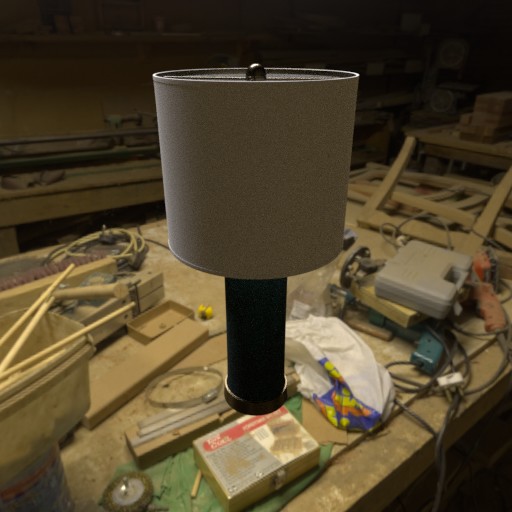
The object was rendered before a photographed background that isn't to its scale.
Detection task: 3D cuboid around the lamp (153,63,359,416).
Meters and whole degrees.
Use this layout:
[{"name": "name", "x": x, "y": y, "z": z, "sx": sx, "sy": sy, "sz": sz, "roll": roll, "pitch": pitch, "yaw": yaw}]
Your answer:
[{"name": "lamp", "x": 0.000, "y": 0.000, "z": 0.790, "sx": 0.301, "sy": 0.630, "sz": 0.301, "roll": -18, "pitch": 31, "yaw": -33}]
